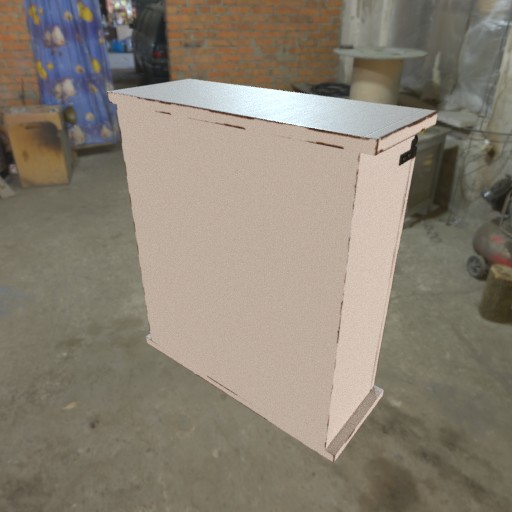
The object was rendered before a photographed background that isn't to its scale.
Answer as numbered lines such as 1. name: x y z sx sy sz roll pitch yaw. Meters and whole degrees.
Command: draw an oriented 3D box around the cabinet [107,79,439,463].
1. cabinet: 0.000 0.000 0.895 0.541 0.603 0.210 22 36 33
